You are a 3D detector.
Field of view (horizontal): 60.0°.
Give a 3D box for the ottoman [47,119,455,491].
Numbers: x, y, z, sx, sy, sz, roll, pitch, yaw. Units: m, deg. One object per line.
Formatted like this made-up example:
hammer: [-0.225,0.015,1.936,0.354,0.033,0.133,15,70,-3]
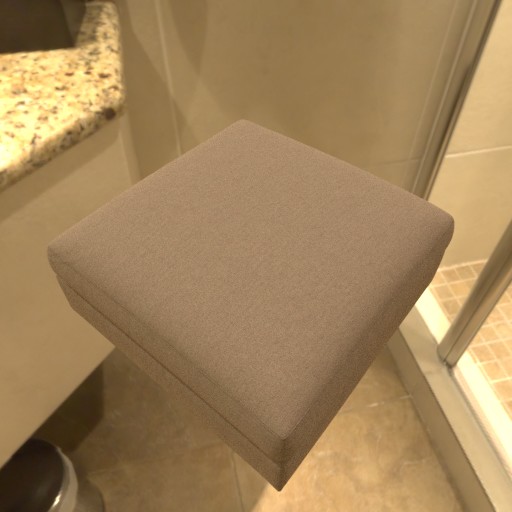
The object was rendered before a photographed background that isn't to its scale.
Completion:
ottoman: [0.000,0.000,1.596,1.041,0.470,1.041,31,55,26]
